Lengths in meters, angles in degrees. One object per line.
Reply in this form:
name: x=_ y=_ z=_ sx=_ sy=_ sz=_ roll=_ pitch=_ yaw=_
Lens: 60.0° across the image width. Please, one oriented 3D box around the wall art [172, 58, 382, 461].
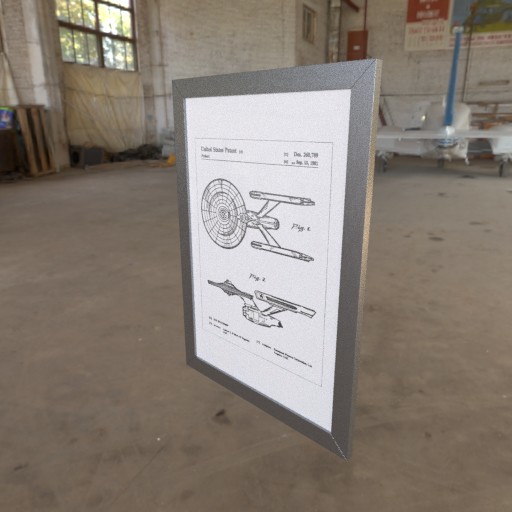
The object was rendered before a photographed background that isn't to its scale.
wall art: x=0.000 y=0.000 z=0.685 sx=0.376 sy=0.529 sz=0.013 roll=16 pitch=23 yaw=42
